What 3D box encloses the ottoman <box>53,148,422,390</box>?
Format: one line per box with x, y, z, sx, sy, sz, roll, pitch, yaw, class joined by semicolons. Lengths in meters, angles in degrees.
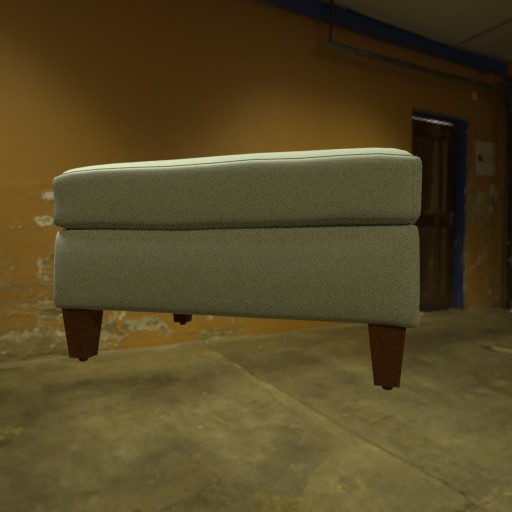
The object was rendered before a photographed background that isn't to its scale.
0.000;0.000;1.198;0.818;0.496;0.634;0;1;18;ottoman
